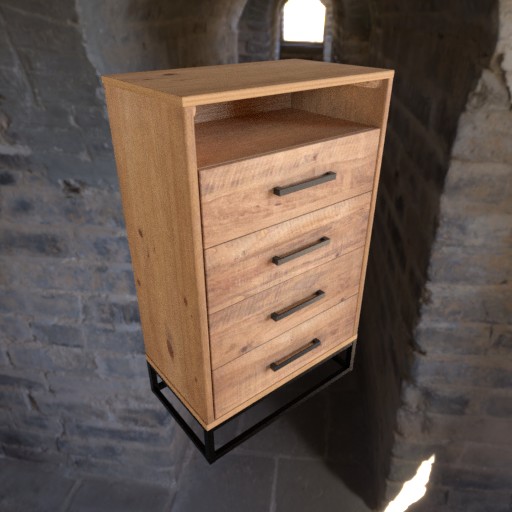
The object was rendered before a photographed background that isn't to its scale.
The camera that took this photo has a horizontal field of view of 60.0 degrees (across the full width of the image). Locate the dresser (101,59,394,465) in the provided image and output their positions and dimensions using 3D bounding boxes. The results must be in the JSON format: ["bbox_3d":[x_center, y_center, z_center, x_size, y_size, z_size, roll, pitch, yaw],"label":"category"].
[{"bbox_3d":[0.000,0.000,1.613,0.761,1.240,0.479,-21,36,-33],"label":"dresser"}]
